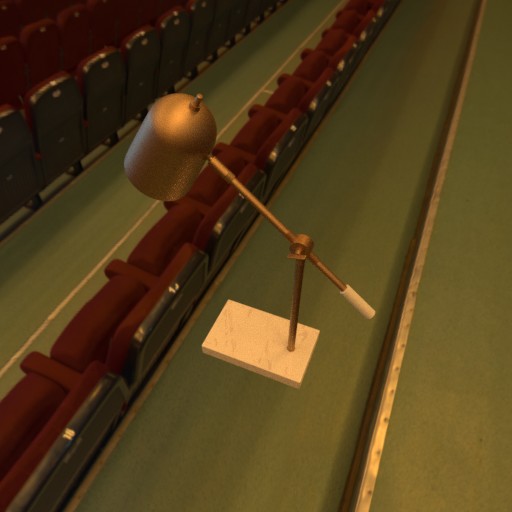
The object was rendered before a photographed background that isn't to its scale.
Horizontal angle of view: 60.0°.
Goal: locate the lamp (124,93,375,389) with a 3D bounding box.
[{"bbox_3d":[0.000,0.000,0.830,0.471,0.603,0.144,17,49,15],"label":"lamp"}]
